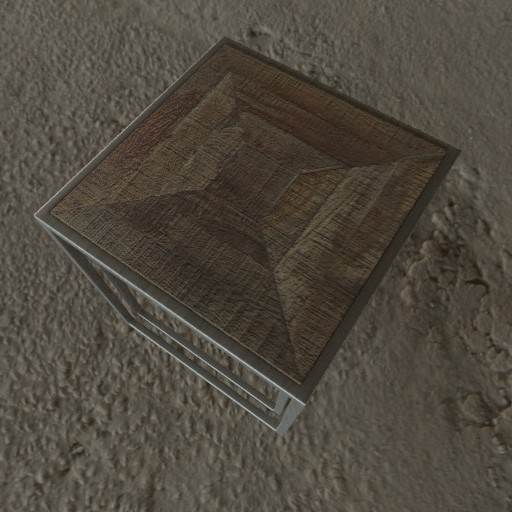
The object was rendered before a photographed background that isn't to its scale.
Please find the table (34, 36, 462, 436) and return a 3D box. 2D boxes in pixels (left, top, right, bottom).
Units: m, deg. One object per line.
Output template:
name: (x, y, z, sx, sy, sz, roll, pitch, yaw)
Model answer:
table: (0.000, 0.000, 0.867, 0.449, 0.500, 0.450, 32, 68, 14)
